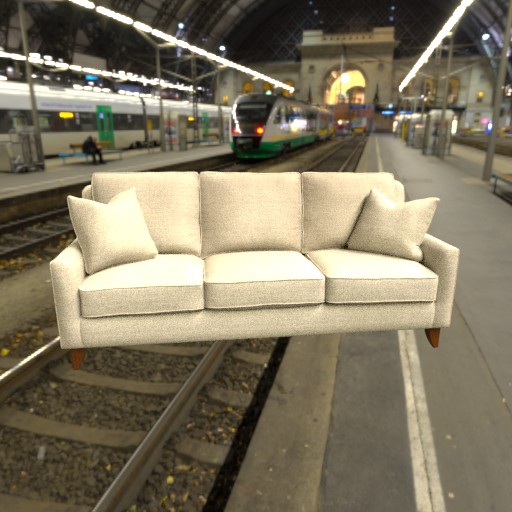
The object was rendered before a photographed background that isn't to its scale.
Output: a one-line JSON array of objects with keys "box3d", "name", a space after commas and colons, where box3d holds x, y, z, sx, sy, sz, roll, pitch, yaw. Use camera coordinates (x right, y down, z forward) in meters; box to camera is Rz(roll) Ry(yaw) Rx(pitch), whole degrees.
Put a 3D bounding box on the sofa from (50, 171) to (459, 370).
[{"box3d": [0.000, 0.000, 2.540, 2.031, 0.914, 0.865, -2, 17, -7], "name": "sofa"}]
